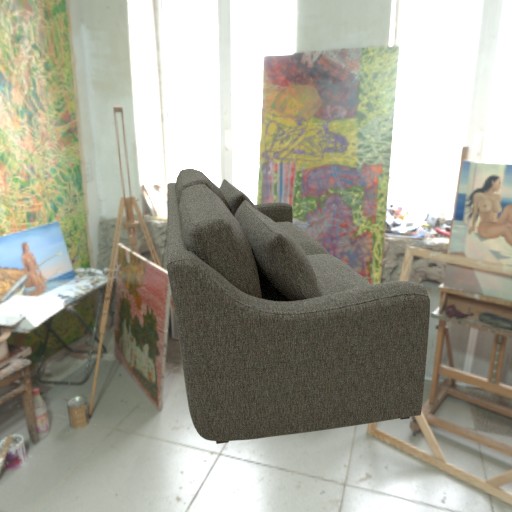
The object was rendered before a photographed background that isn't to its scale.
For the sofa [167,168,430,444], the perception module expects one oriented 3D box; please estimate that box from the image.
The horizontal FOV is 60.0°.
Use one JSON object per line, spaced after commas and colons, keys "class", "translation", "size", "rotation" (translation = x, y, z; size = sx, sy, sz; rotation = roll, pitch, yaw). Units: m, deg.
{"class": "sofa", "translation": [0.000, 0.000, 2.888], "size": [1.103, 0.998, 2.418], "rotation": [-3, 16, -10]}
